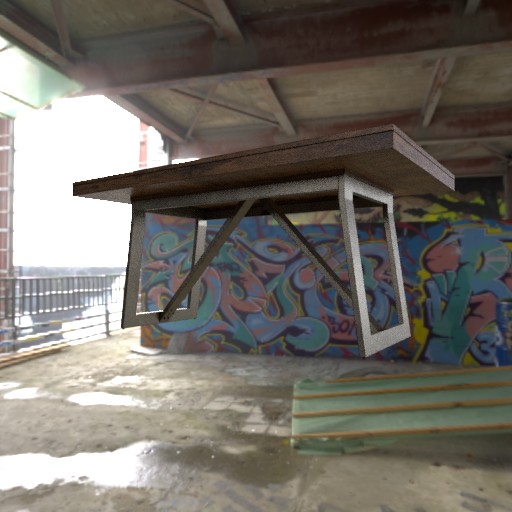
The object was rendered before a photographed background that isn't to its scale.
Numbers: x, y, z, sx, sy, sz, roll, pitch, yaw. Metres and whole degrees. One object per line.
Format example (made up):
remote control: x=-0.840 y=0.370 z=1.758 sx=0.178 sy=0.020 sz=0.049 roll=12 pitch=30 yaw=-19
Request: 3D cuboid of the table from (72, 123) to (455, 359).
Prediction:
table: x=0.000 y=0.000 z=2.171 sx=1.641 sy=0.757 sz=0.931 roll=-1 pitch=-2 yaw=34
